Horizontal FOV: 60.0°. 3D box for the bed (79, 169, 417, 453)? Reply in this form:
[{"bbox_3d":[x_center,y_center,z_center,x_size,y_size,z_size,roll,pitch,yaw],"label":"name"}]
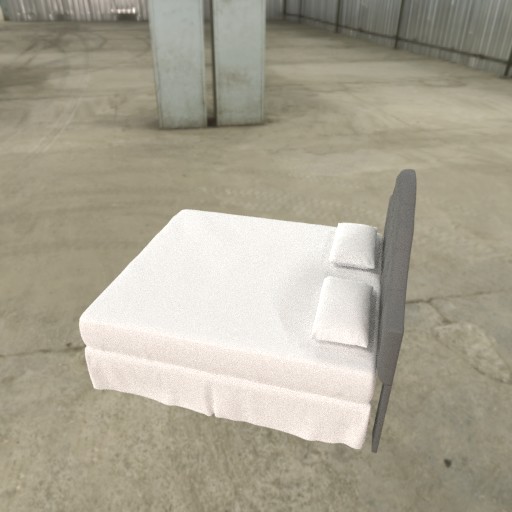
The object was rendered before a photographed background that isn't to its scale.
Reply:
[{"bbox_3d":[0.000,0.000,3.616,2.214,1.615,2.008,8,32,13],"label":"bed"}]
